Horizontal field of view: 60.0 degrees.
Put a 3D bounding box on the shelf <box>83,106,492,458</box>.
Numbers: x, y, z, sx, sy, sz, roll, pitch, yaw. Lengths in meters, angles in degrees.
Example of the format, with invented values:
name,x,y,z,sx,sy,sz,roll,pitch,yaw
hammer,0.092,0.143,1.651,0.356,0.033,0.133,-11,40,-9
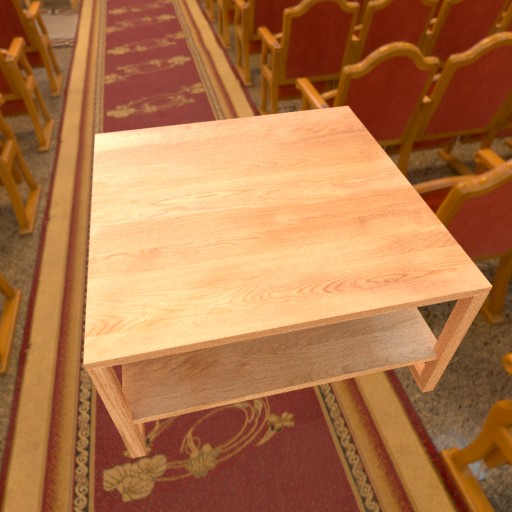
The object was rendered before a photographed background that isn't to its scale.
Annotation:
name,x,y,z,sx,sy,sz,roll,pitch,yaw
shelf,0.000,0.000,1.416,0.899,0.480,0.899,-9,46,-9
